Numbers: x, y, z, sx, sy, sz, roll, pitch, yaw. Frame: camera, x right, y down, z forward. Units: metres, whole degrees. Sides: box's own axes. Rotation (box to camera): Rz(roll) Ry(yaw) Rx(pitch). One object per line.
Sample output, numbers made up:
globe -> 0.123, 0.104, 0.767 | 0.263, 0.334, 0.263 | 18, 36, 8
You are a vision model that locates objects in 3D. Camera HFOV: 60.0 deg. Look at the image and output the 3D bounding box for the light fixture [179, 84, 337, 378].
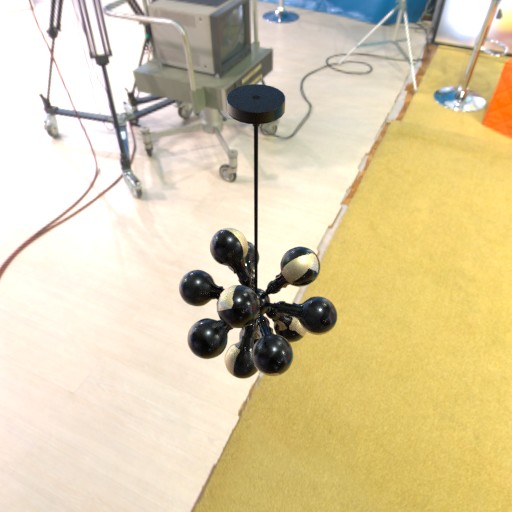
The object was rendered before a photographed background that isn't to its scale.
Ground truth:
light fixture -> 0.000, 0.000, 1.138 | 0.420, 0.859, 0.468 | -10, 47, -9
